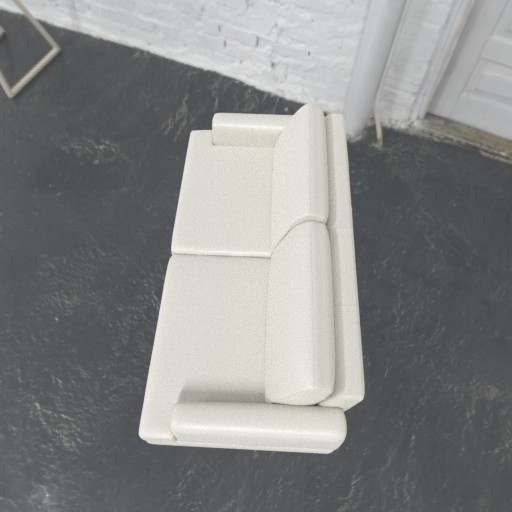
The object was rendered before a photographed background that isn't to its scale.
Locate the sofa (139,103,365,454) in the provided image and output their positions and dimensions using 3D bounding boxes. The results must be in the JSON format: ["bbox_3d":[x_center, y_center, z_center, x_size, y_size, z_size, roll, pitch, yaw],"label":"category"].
[{"bbox_3d":[0.000,0.000,2.447,0.974,0.765,1.940,2,60,1],"label":"sofa"}]
